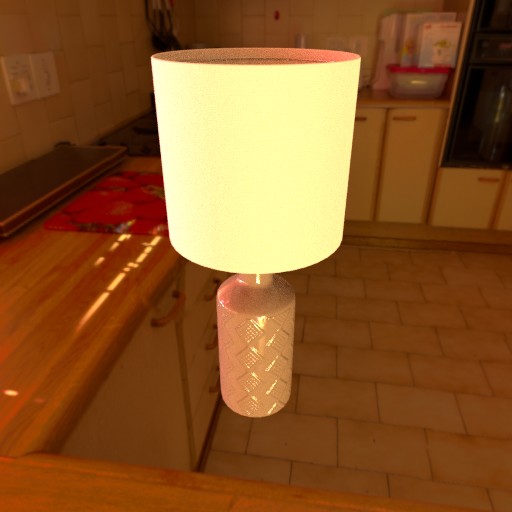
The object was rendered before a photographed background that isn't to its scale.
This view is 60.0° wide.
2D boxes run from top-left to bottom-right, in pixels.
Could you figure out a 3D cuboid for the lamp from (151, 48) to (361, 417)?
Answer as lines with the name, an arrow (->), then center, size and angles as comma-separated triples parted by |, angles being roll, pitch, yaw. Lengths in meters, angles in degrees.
lamp -> 0.000, 0.000, 0.556 | 0.207, 0.461, 0.207 | -11, 30, -19
